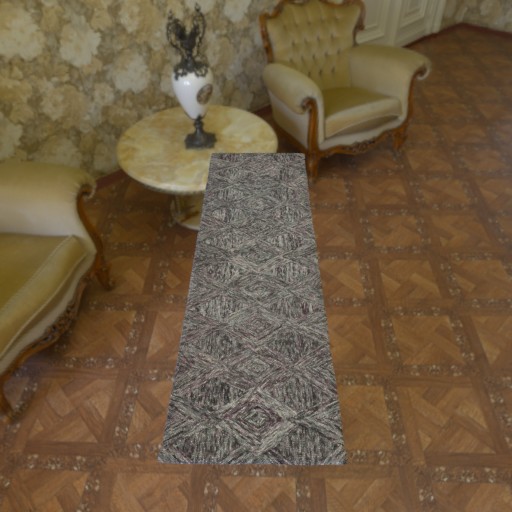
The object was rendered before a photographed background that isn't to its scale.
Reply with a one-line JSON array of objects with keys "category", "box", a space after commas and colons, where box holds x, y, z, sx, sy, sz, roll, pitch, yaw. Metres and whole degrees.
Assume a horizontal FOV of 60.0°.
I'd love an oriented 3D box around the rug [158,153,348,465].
[{"category": "rug", "box": [0.000, 0.000, 2.504, 0.719, 0.013, 2.305, 0, 42, 0]}]
